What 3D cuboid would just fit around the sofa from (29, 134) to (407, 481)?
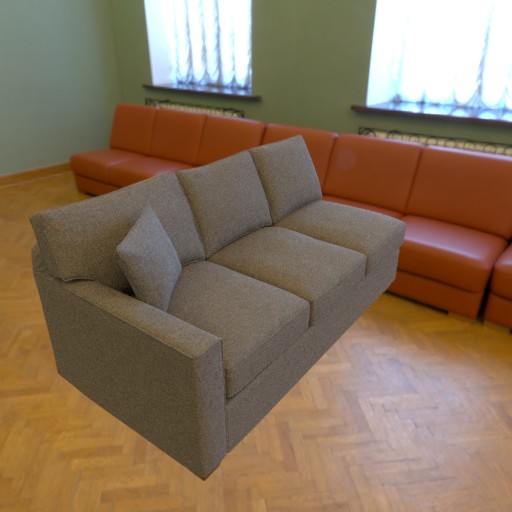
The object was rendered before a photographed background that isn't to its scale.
[{"bbox_3d":[0.000,0.000,2.443,1.034,0.946,1.963,18,32,33],"label":"sofa"}]
